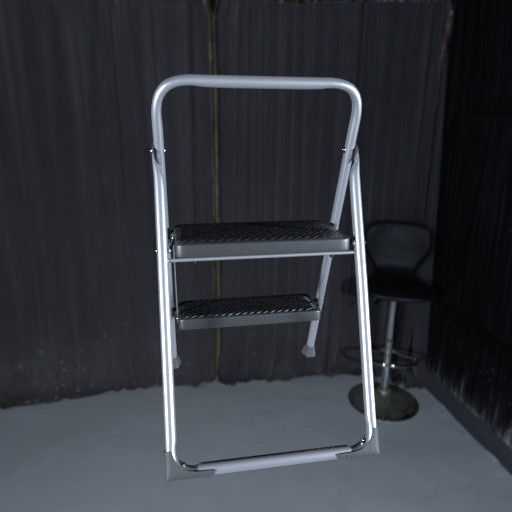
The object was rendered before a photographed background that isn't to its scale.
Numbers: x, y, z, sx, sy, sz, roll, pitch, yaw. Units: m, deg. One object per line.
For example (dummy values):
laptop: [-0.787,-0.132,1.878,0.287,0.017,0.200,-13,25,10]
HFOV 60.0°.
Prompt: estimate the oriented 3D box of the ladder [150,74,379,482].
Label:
ladder: [0.000,0.000,0.971,0.430,0.720,0.472,-3,15,-10]
